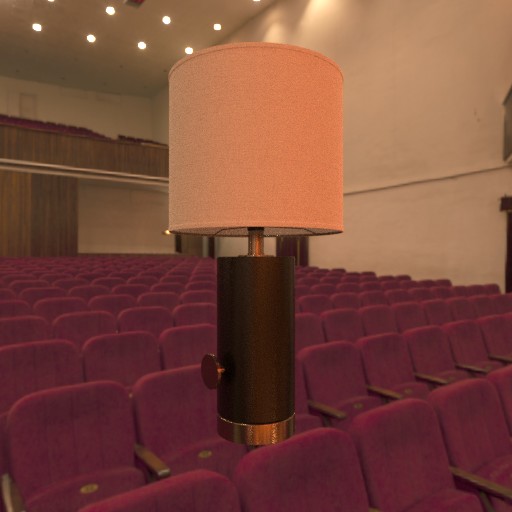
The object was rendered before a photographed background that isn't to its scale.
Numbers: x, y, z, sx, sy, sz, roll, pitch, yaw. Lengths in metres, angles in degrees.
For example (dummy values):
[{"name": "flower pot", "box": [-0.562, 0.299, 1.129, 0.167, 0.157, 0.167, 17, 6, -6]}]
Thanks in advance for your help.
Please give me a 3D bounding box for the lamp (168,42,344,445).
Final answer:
[{"name": "lamp", "box": [0.000, 0.000, 0.619, 0.240, 0.482, 0.241, 0, -1, -36]}]
